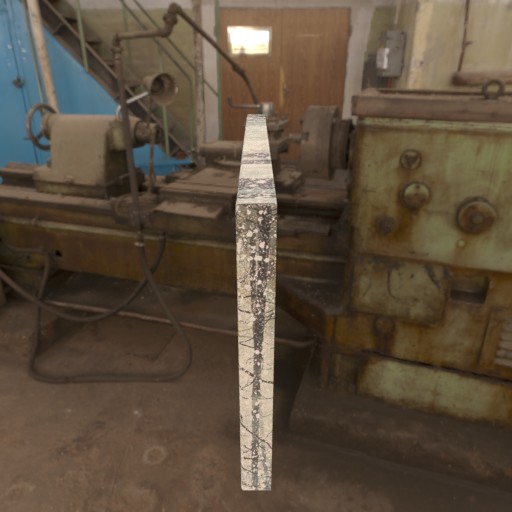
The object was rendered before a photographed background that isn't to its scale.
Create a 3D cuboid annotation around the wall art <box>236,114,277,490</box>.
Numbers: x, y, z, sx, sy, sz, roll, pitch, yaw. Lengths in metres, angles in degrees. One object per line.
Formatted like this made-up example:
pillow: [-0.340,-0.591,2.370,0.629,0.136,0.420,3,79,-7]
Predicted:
wall art: [0.000,0.000,0.782,0.042,0.398,0.618,0,25,0]
